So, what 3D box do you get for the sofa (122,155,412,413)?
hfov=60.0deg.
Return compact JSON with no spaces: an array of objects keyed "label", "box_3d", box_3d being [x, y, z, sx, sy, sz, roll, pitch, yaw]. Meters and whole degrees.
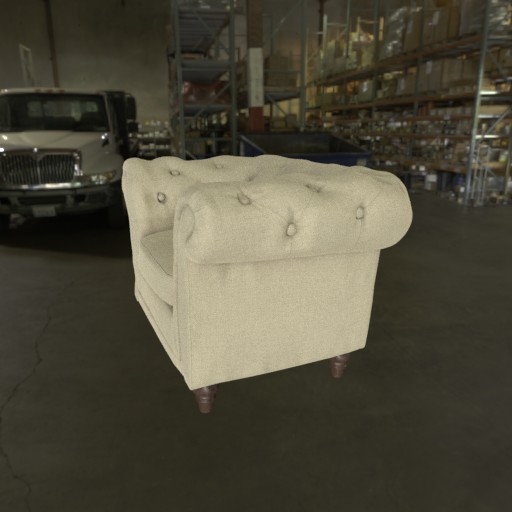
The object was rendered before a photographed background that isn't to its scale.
[{"label":"sofa","box_3d":[0.000,0.000,2.087,1.034,0.878,1.405,-7,17,-24]}]
